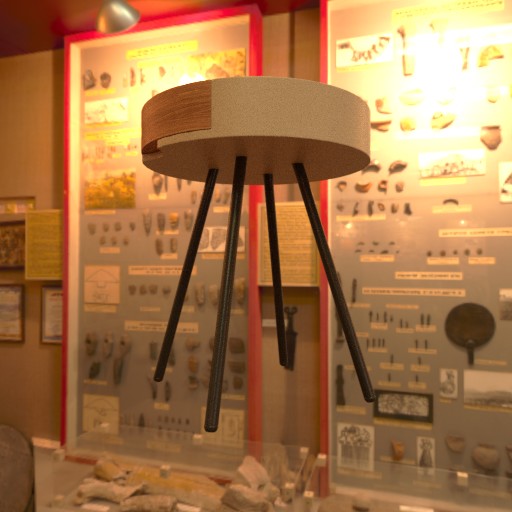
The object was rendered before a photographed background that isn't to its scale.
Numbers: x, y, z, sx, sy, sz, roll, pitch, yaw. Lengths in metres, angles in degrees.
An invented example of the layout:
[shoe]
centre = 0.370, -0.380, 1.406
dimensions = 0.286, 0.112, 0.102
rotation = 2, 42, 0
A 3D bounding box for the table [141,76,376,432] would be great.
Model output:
[table]
centre = 0.000, 0.000, 0.863
dimensions = 0.450, 0.525, 0.450
rotation = 0, 0, 0
